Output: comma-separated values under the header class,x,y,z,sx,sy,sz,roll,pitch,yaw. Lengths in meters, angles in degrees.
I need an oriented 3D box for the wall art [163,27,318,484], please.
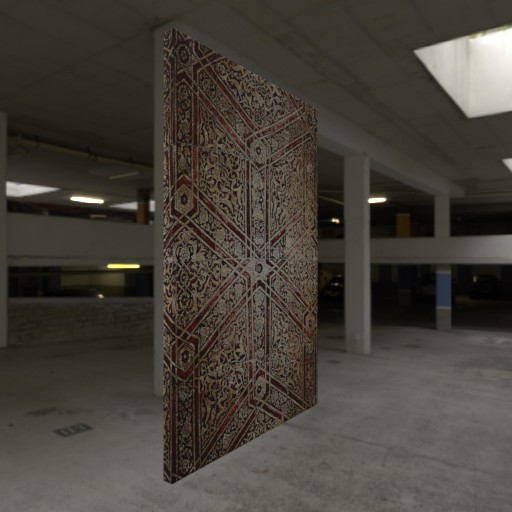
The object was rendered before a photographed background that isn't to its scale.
class,x,y,z,sx,sy,sz,roll,pitch,yaw
wall art,0.000,0.000,1.127,0.030,0.904,0.599,0,0,36
